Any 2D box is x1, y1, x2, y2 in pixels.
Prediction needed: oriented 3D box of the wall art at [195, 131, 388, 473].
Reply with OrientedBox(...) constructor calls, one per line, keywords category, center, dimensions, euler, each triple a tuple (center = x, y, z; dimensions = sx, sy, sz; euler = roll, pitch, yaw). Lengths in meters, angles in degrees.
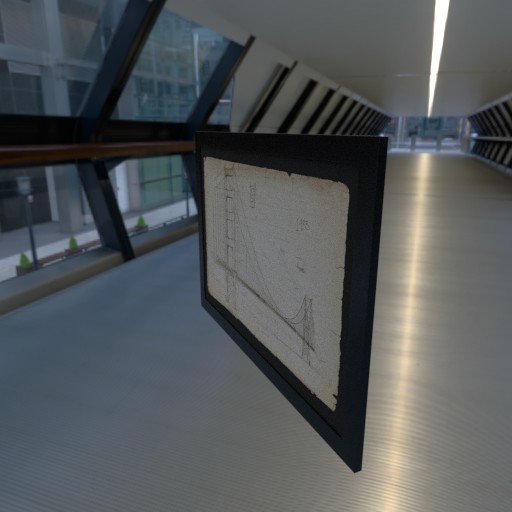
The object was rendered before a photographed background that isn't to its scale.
OrientedBox(category="wall art", center=(0.000, 0.000, 0.835), dimensions=(0.013, 0.447, 0.660), euler=(-7, 18, -24))
